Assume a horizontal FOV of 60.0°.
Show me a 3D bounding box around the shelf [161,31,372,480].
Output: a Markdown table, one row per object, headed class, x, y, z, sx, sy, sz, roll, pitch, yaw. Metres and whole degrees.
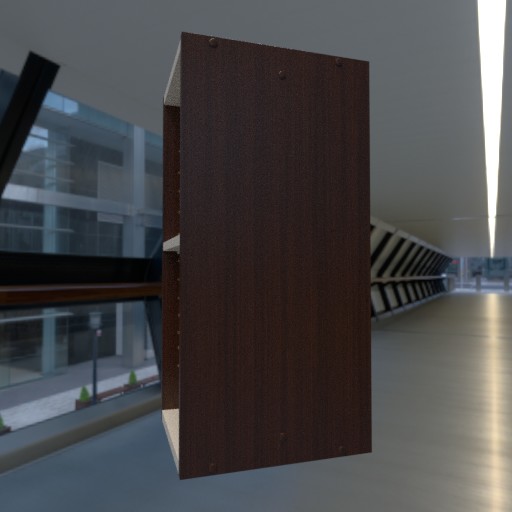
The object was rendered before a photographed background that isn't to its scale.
| class | x | y | z | sx | sy | sz | roll | pitch | yaw |
| --- | --- | --- | --- | --- | --- | --- | --- | --- | --- |
| shelf | 0.000 | 0.000 | 0.755 | 0.290 | 0.600 | 0.253 | 0 | -2 | -18 |
